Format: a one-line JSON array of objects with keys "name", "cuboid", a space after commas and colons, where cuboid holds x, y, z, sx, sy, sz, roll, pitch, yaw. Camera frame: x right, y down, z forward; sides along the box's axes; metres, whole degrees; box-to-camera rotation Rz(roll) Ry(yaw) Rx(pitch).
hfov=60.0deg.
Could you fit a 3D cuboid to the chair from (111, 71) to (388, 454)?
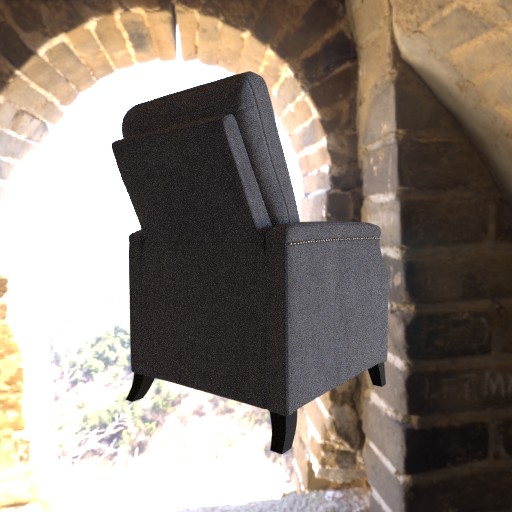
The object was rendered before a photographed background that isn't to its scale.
[{"name": "chair", "cuboid": [0.000, 0.000, 1.653, 0.710, 1.049, 0.922, 1, 2, 37]}]
